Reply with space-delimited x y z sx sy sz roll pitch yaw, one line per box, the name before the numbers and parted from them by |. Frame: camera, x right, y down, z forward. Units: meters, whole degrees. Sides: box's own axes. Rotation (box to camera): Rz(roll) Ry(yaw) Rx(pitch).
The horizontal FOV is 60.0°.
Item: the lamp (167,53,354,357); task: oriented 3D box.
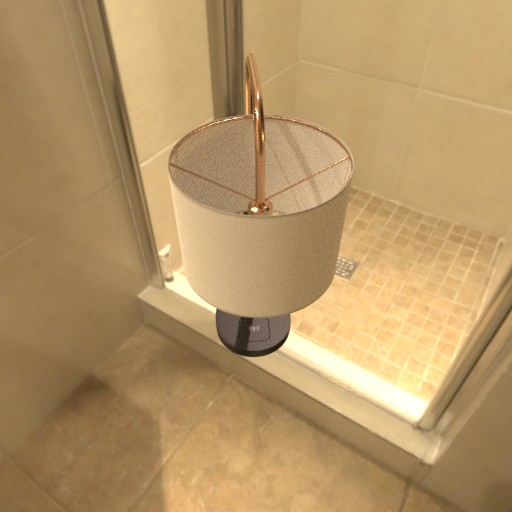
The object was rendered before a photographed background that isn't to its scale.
lamp | 0.000 0.000 0.678 0.199 0.540 0.337 -3 44 -3
